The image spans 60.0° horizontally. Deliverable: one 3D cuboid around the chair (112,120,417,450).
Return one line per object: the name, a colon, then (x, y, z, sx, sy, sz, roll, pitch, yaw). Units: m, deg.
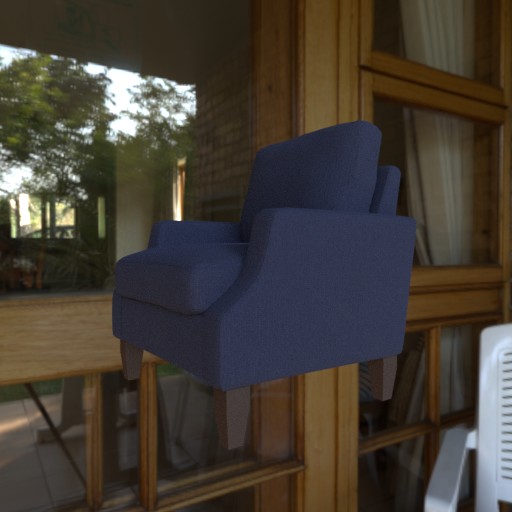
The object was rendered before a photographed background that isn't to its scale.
chair: (0.000, 0.000, 1.682, 0.897, 0.991, 0.855, -1, 1, -36)
